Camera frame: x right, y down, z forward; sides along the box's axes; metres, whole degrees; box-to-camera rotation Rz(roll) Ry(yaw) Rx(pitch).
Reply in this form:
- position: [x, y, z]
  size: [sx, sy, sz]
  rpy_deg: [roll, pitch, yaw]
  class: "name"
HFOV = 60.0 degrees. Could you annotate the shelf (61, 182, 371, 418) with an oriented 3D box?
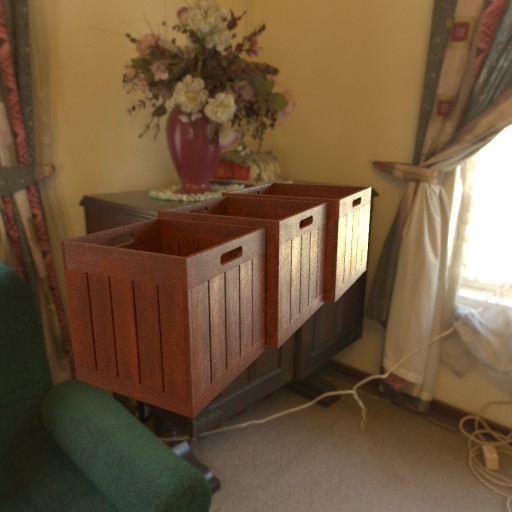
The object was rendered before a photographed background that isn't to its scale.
- position: [0.000, 0.000, 1.267]
  size: [0.393, 0.311, 1.064]
  rpy_deg: [7, 16, 26]
  class: "shelf"
